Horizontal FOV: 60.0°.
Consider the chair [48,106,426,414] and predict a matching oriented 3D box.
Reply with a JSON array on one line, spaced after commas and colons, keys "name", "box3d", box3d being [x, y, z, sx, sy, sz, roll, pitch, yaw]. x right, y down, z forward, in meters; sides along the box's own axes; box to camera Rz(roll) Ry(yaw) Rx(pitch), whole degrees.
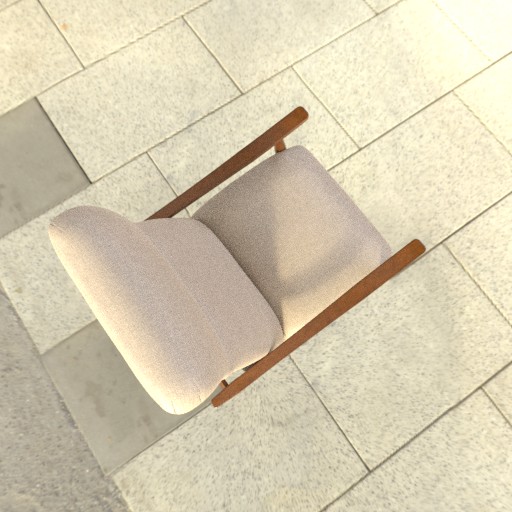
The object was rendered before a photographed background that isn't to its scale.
[{"name": "chair", "box3d": [0.000, 0.000, 1.730, 1.030, 1.082, 0.762, -36, 78, -9]}]
